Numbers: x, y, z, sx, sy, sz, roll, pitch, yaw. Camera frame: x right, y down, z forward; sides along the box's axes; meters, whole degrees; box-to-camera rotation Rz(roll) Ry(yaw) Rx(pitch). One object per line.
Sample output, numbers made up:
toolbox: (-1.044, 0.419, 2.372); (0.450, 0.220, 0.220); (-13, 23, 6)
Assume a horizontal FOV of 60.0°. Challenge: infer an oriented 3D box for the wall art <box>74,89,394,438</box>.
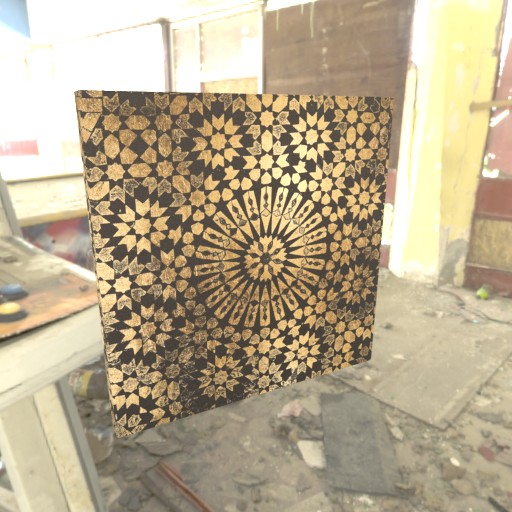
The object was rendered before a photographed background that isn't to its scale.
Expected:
wall art: (0.000, 0.000, 0.591); (0.405, 0.405, 0.038); (-9, 20, -26)
